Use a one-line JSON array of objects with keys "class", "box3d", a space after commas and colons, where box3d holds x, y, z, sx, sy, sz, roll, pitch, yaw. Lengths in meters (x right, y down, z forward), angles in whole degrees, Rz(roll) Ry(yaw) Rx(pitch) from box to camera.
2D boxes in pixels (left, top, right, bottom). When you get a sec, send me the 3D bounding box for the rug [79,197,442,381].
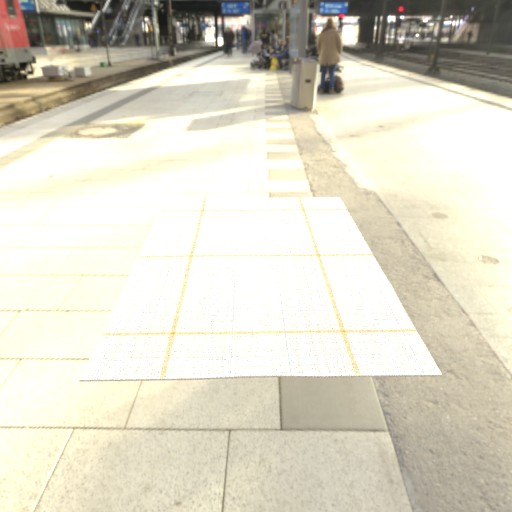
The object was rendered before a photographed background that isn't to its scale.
[{"class": "rug", "box3d": [0.000, 0.000, 2.308, 1.232, 0.015, 1.825, -1, 27, -1]}]
